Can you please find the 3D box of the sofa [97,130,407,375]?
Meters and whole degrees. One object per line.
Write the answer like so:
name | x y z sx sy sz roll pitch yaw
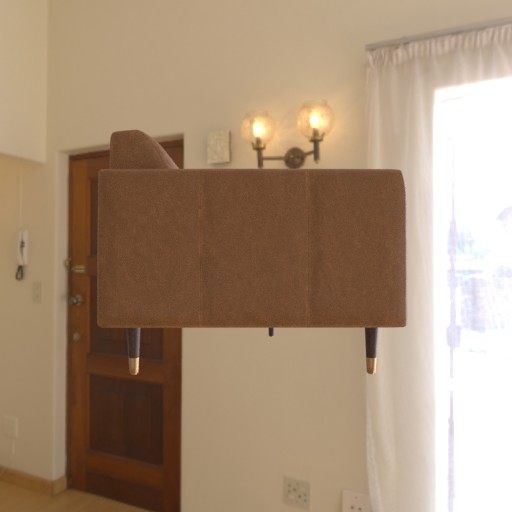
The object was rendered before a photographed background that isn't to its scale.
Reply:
sofa | 0.000 0.000 2.260 0.993 0.821 1.847 0 -1 0
